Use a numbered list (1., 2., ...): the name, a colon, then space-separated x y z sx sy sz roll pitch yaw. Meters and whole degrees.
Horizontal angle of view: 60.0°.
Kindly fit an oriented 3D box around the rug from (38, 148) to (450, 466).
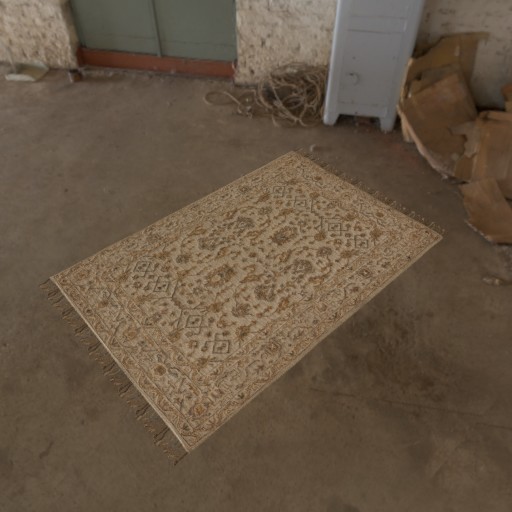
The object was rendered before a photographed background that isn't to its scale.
1. rug: 0.000 0.000 3.032 2.434 0.027 1.529 -33 54 -28
